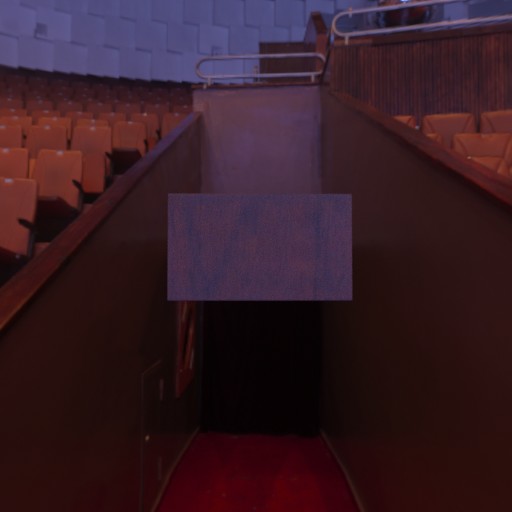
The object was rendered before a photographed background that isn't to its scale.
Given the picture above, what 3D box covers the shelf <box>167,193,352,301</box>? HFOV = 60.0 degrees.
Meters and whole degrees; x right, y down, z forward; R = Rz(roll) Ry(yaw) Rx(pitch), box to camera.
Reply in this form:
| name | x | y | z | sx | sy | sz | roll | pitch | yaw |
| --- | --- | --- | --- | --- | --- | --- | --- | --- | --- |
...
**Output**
| name | x | y | z | sx | sy | sz | roll | pitch | yaw |
| --- | --- | --- | --- | --- | --- | --- | --- | --- | --- |
| shelf | 0.000 | 0.000 | 0.668 | 0.152 | 0.088 | 0.607 | 0 | -1 | -1 |
